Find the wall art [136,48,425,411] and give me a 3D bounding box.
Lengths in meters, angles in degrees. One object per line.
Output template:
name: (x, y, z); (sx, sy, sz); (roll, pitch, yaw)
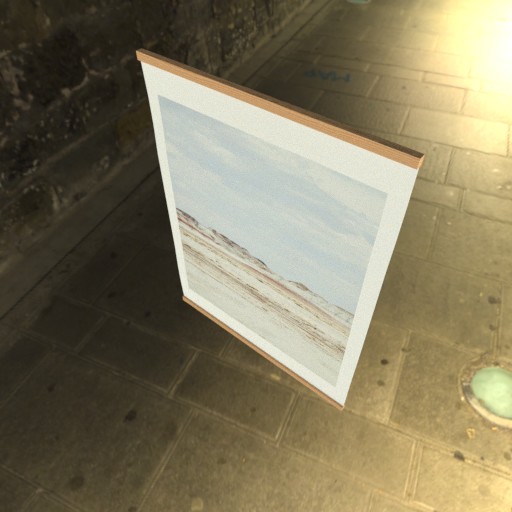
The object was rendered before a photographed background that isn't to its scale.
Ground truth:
wall art: (0.000, 0.000, 0.792); (0.458, 0.605, 0.011); (30, 53, 26)
